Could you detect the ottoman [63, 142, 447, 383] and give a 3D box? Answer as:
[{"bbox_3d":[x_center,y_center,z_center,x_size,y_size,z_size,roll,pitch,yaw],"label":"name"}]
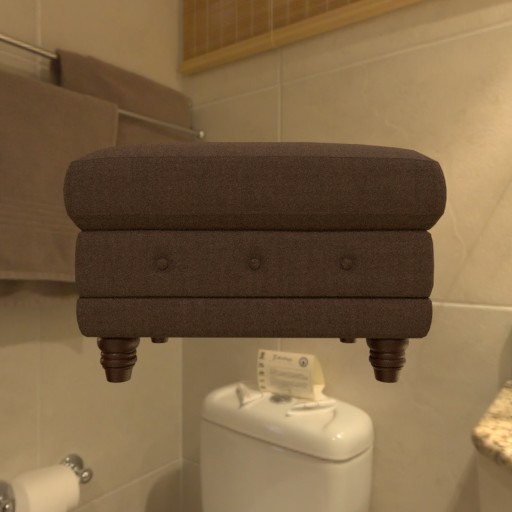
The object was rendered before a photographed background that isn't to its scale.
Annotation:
[{"bbox_3d":[0.000,0.000,1.204,0.809,0.555,0.599,0,0,0],"label":"ottoman"}]
